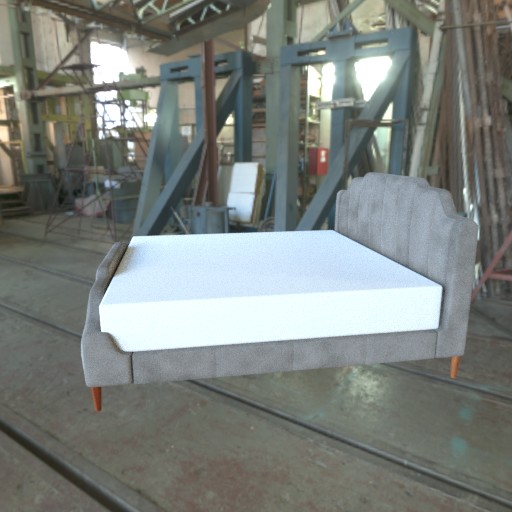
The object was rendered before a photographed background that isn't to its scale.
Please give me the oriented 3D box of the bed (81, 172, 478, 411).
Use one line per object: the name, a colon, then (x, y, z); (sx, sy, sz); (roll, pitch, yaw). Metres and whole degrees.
bed: (0.000, 0.000, 3.509); (2.340, 1.245, 2.074); (-2, 14, -10)
